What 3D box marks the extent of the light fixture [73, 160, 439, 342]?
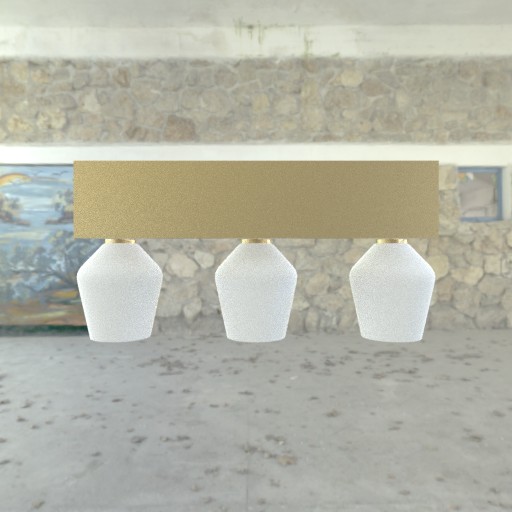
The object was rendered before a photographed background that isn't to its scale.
[{"bbox_3d":[0.000,0.000,0.743,0.609,0.280,0.190,0,0,0],"label":"light fixture"}]
